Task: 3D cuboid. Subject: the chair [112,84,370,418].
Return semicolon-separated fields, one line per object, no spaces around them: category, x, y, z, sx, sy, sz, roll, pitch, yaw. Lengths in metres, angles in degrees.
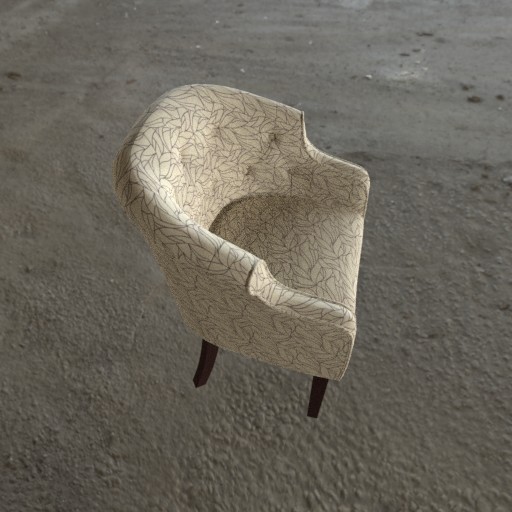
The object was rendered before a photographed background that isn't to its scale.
chair;0.000;0.000;1.320;0.613;0.858;0.686;10;48;9
